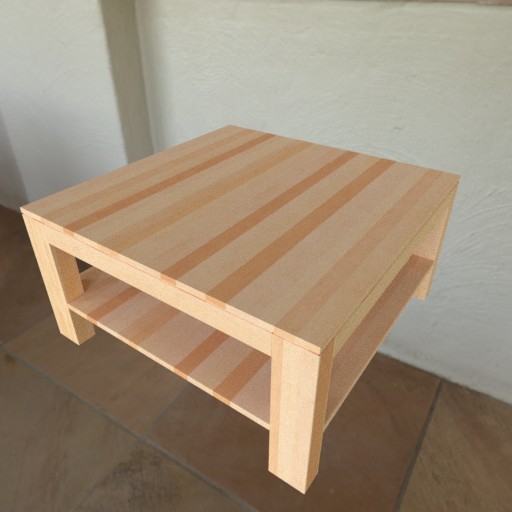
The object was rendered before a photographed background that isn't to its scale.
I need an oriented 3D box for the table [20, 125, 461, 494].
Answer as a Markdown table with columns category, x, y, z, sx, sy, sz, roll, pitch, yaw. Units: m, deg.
| category | x | y | z | sx | sy | sz | roll | pitch | yaw |
| --- | --- | --- | --- | --- | --- | --- | --- | --- | --- |
| table | 0.000 | 0.000 | 1.389 | 0.900 | 0.450 | 0.900 | 21 | 39 | 29 |
